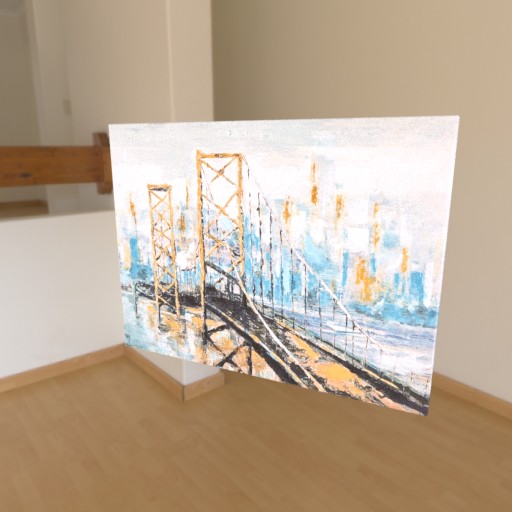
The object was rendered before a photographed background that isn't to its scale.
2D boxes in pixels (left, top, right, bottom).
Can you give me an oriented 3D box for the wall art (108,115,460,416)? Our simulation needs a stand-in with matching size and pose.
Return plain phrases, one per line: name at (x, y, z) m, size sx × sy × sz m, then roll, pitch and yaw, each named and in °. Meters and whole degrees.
wall art at (0.000, 0.000, 1.302) m, size 1.016 × 0.762 × 0.038 m, roll 6°, pitch 15°, yaw 24°
